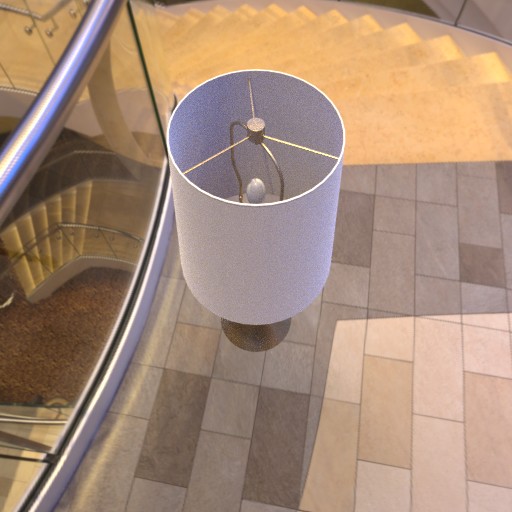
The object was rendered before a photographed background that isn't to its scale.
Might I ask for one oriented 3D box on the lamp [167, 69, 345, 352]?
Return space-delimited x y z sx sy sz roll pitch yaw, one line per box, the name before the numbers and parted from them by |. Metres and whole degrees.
lamp | 0.000 0.000 0.692 0.231 0.569 0.231 0 63 0
